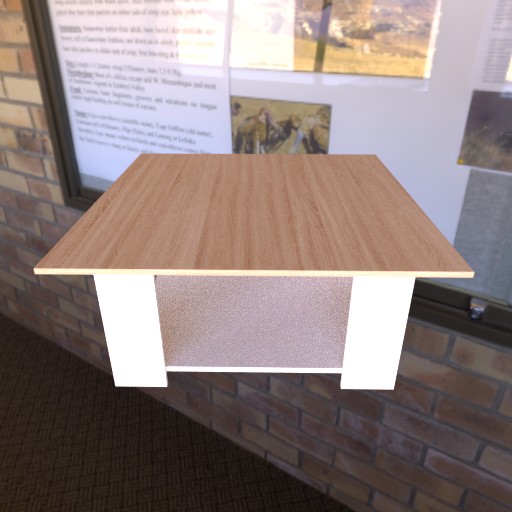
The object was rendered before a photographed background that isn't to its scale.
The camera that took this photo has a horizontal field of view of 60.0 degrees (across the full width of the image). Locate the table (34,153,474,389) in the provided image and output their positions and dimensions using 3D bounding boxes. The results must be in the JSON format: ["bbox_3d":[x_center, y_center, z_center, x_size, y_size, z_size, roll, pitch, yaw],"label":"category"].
[{"bbox_3d":[0.000,0.000,1.040,0.670,0.305,0.670,0,28,1],"label":"table"}]
